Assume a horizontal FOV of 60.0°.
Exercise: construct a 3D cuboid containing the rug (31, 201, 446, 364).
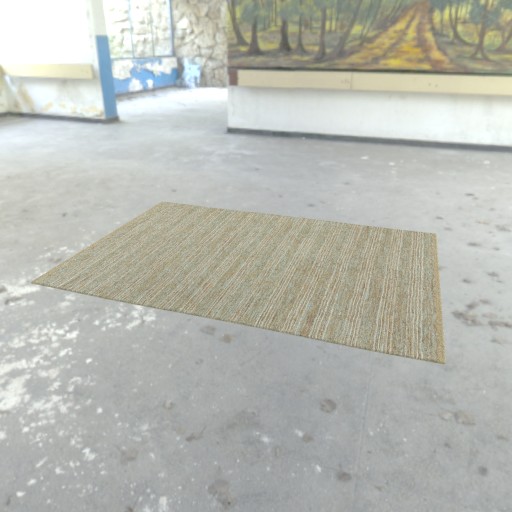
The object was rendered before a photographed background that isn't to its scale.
[{"bbox_3d":[0.000,0.000,2.346,1.824,0.010,1.240,8,27,17],"label":"rug"}]
